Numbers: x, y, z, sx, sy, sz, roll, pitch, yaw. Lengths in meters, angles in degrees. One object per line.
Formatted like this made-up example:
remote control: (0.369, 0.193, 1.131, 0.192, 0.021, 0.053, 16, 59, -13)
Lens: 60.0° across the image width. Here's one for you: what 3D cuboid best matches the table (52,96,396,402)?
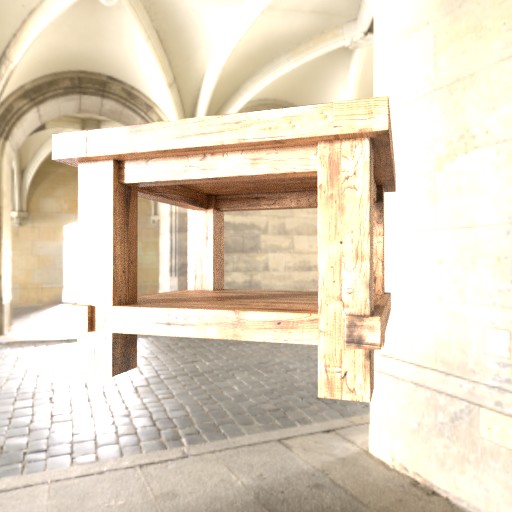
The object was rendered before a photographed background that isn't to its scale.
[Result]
table: (0.000, 0.000, 1.026, 0.610, 0.457, 0.610, 0, -1, 18)
